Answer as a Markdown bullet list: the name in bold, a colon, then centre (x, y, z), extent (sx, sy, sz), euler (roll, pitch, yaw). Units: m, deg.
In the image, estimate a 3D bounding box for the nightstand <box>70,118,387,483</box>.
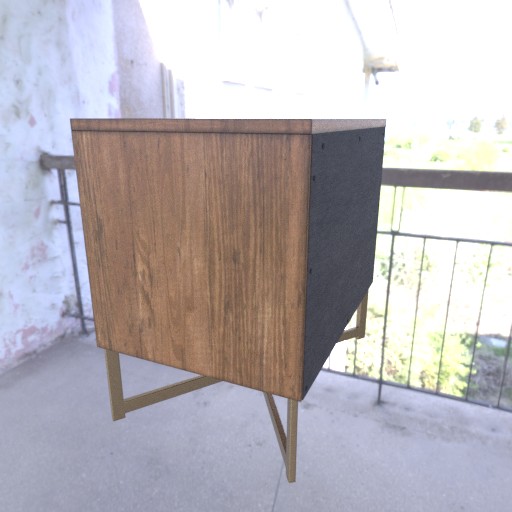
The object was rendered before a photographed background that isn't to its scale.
- **nightstand**: centre (0.000, 0.000, 1.028), extent (0.446, 0.610, 0.610), euler (8, 19, 24)
